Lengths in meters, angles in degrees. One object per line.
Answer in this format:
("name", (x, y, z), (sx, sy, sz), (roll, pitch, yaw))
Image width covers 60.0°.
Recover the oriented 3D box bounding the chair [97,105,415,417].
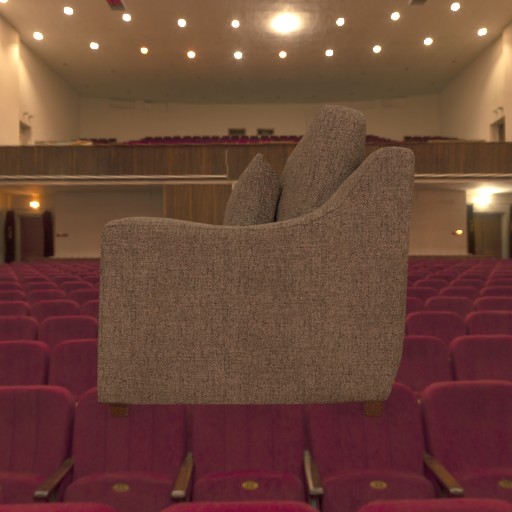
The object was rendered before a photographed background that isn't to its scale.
("chair", (0.000, 0.000, 1.931), (1.009, 1.037, 1.138), (0, -1, 0))
